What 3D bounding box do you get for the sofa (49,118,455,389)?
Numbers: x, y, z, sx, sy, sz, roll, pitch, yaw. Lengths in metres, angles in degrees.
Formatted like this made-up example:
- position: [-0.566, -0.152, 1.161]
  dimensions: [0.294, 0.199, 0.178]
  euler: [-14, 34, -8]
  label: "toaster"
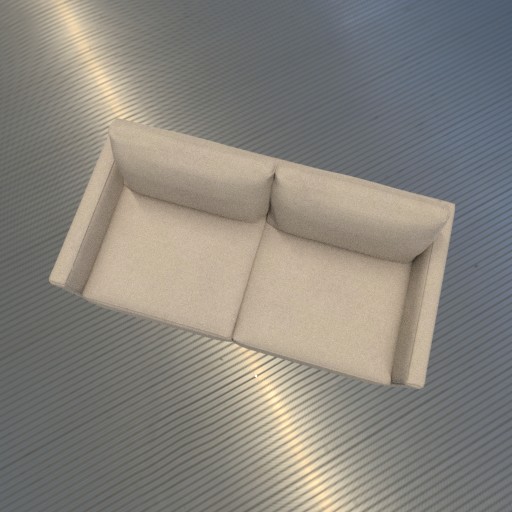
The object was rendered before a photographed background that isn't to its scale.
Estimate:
- position: [0.000, 0.000, 2.161]
  dimensions: [1.682, 0.840, 0.875]
  euler: [15, 75, 4]
  label: "sofa"
